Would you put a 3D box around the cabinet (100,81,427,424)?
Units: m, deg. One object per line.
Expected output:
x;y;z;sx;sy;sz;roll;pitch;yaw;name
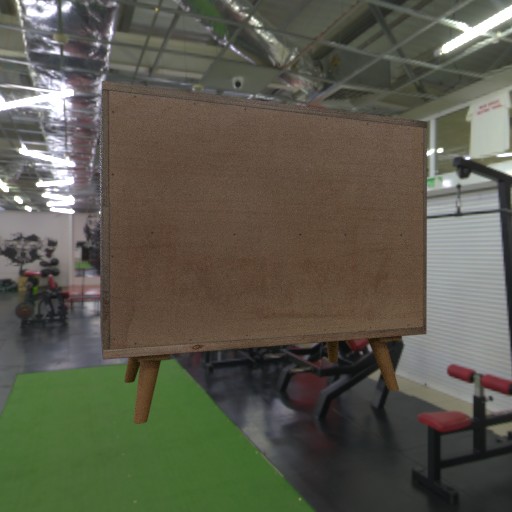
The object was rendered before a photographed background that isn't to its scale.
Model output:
0.000;0.000;1.550;1.023;0.897;0.529;0;1;-20;cabinet
